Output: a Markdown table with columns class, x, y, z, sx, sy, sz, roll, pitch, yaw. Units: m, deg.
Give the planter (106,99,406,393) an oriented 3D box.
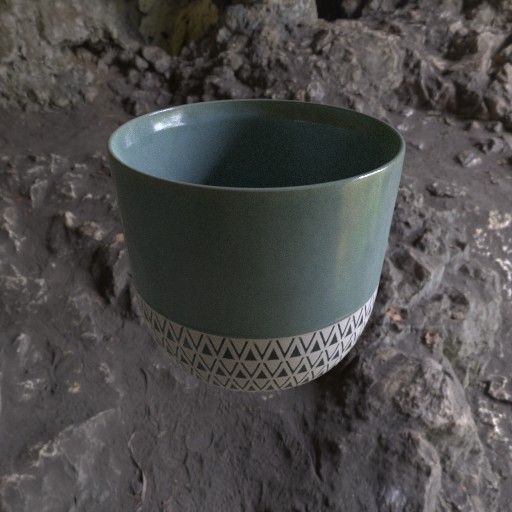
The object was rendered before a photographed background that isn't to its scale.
| class | x | y | z | sx | sy | sz | roll | pitch | yaw |
| --- | --- | --- | --- | --- | --- | --- | --- | --- | --- |
| planter | 0.000 | 0.000 | 0.480 | 0.266 | 0.270 | 0.266 | 0 | 32 | 0 |
